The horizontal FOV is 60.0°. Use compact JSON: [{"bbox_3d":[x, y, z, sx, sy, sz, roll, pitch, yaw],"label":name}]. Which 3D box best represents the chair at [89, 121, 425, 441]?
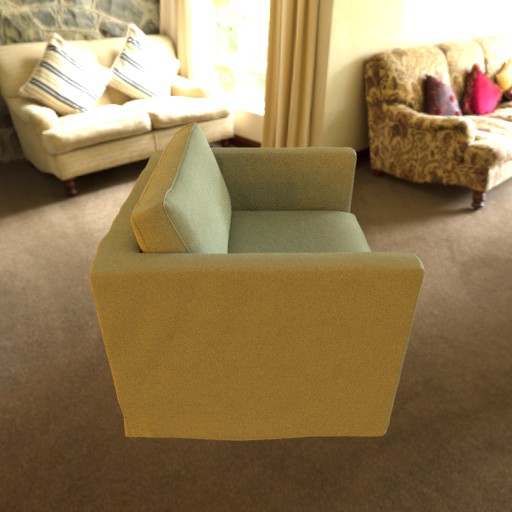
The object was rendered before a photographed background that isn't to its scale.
[{"bbox_3d":[0.000,0.000,1.762,0.949,0.863,1.057,0,32,0],"label":"chair"}]
